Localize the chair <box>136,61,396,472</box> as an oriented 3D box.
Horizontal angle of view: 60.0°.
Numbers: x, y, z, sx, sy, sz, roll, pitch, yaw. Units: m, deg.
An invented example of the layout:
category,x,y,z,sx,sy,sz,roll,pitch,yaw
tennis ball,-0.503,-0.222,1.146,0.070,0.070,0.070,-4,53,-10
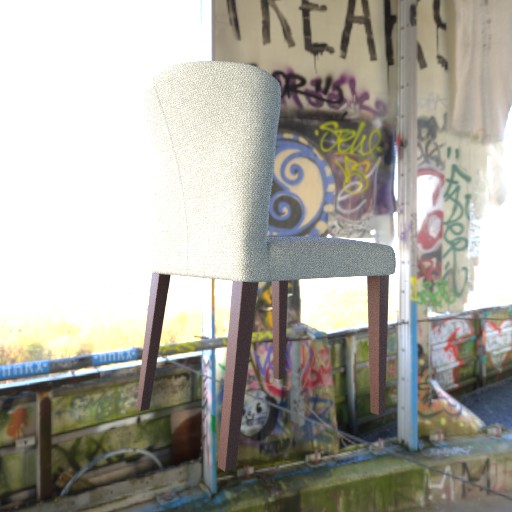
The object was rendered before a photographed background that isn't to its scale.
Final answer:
category,x,y,z,sx,sy,sz,roll,pitch,yaw
chair,0.000,0.000,1.186,0.589,0.839,0.491,-1,1,-37
